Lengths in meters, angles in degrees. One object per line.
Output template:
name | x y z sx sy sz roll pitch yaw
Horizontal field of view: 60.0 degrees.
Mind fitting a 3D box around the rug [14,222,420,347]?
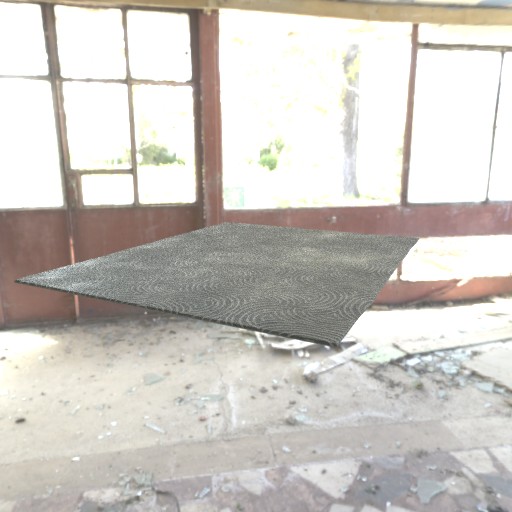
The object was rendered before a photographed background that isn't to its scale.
rug | 0.000 0.000 4.033 2.456 0.021 3.042 7 15 26
